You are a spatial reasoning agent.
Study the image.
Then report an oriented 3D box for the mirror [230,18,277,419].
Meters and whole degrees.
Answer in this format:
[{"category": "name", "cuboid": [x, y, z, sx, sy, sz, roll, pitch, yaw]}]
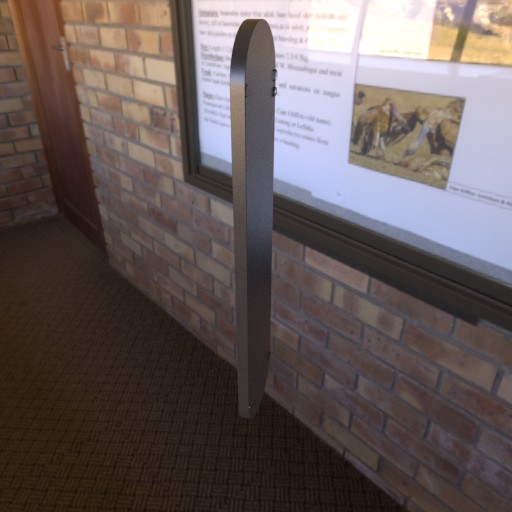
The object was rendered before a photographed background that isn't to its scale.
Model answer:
[{"category": "mirror", "cuboid": [0.000, 0.000, 1.050, 0.032, 0.991, 0.222, 8, 30, 14]}]
